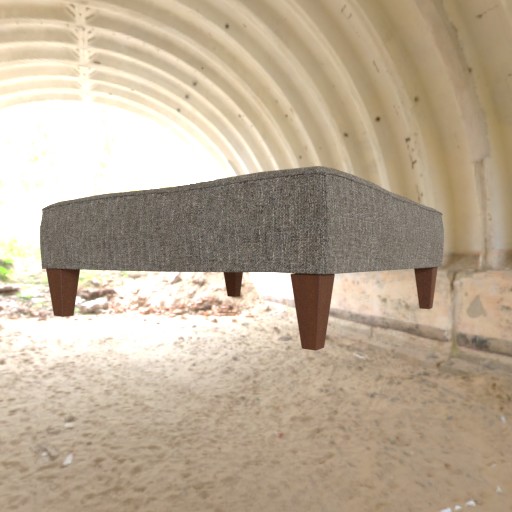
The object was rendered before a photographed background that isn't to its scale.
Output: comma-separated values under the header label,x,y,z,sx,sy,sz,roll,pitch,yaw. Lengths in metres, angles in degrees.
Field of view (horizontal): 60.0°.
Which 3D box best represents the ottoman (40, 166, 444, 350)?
label,x,y,z,sx,sy,sz,roll,pitch,yaw
ottoman,0.000,0.000,1.505,1.016,0.379,0.981,0,0,35
